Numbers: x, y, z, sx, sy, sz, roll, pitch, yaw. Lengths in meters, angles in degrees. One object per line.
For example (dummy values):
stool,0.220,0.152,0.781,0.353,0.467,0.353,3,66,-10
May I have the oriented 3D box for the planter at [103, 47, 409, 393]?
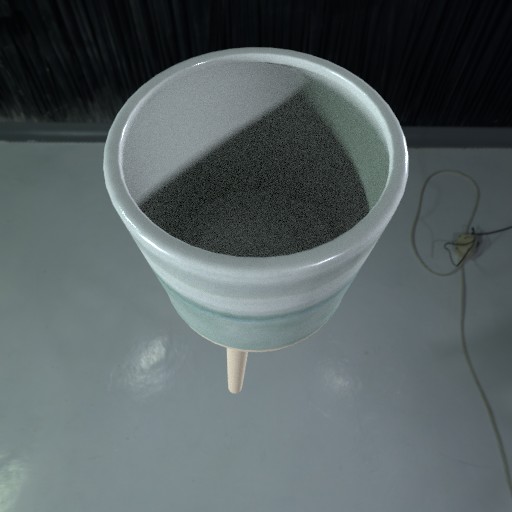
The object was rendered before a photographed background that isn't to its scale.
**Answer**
planter,0.000,0.000,0.560,0.265,0.404,0.265,-1,60,-1
